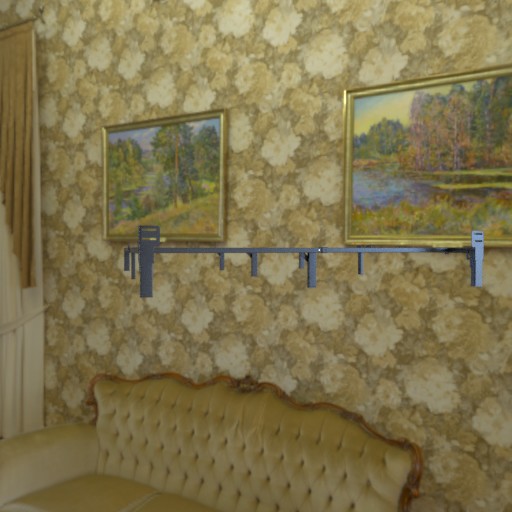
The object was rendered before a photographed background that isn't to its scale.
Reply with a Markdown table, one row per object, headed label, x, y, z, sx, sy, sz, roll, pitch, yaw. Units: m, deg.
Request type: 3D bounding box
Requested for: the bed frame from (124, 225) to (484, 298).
| label | x | y | z | sx | sy | sz | roll | pitch | yaw |
| --- | --- | --- | --- | --- | --- | --- | --- | --- | --- |
| bed frame | 0.000 | 0.000 | 2.694 | 1.498 | 0.248 | 1.990 | 0 | 1 | -18 |
